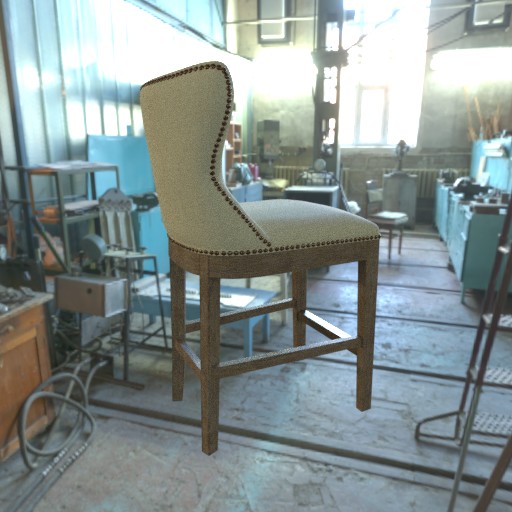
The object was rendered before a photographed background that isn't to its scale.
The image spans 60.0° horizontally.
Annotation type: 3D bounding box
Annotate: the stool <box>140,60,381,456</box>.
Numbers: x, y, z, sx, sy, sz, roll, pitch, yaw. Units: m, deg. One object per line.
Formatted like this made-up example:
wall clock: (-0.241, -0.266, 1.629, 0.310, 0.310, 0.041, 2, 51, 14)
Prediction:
stool: (0.000, 0.000, 1.314, 0.608, 0.981, 0.498, -7, 16, -26)
